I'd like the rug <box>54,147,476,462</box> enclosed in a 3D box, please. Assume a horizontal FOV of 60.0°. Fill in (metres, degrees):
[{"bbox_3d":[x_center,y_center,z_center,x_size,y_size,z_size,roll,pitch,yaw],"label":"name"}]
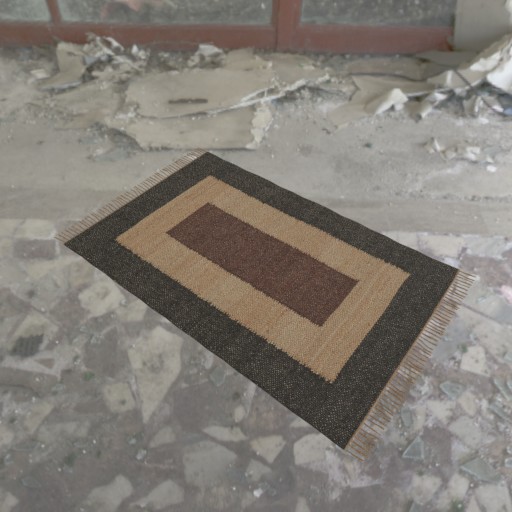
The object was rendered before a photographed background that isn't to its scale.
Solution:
[{"bbox_3d":[0.000,0.000,1.852,1.541,0.013,0.920,30,53,26],"label":"rug"}]
